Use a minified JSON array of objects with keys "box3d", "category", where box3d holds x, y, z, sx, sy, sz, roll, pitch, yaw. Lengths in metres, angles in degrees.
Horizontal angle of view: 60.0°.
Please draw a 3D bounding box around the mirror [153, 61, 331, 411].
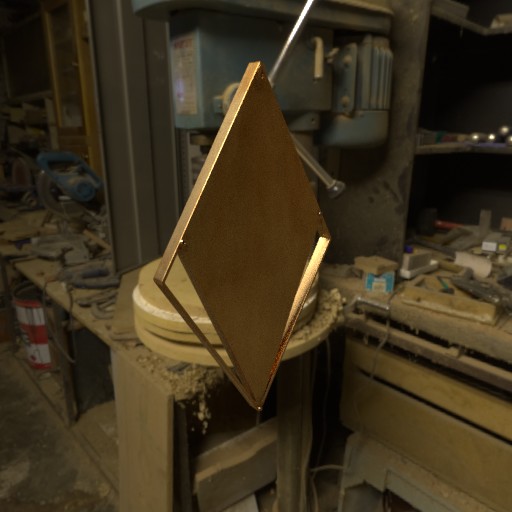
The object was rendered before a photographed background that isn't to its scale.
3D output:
[{"box3d":[0.000,0.000,0.841,0.419,0.679,0.032,-15,22,-39],"category":"mirror"}]
